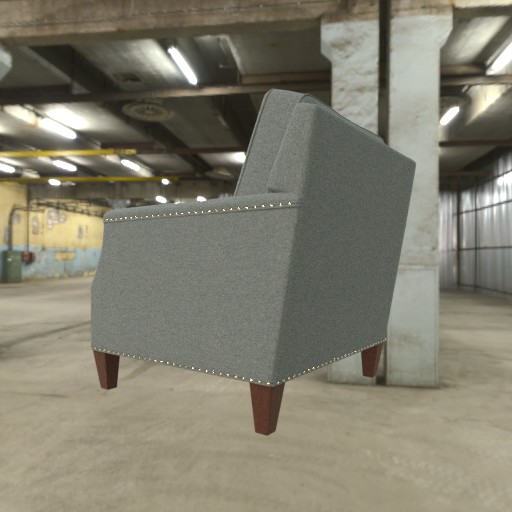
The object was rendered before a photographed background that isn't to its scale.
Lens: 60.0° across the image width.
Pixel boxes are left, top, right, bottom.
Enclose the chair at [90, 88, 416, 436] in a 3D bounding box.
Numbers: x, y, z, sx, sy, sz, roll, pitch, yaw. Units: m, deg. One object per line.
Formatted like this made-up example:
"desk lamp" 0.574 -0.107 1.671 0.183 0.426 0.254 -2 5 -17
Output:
"chair" 0.000 0.000 1.794 1.031 1.031 0.885 0 -1 36
